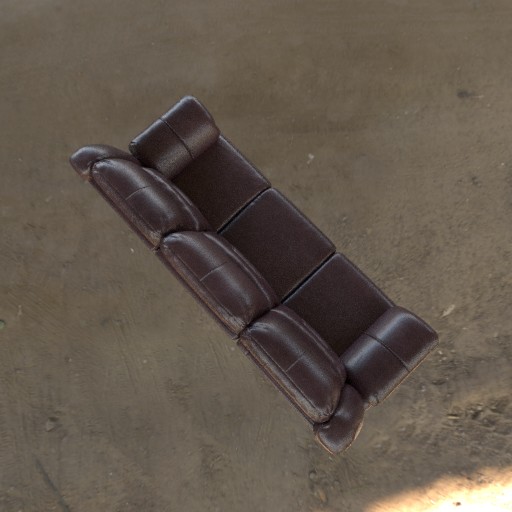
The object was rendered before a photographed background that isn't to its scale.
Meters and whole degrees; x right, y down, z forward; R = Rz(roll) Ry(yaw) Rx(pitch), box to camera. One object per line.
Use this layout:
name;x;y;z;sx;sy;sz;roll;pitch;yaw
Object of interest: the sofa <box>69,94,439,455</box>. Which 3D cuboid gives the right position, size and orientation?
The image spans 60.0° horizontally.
sofa;0.000;0.000;2.881;0.991;1.043;2.337;-42;79;-10
